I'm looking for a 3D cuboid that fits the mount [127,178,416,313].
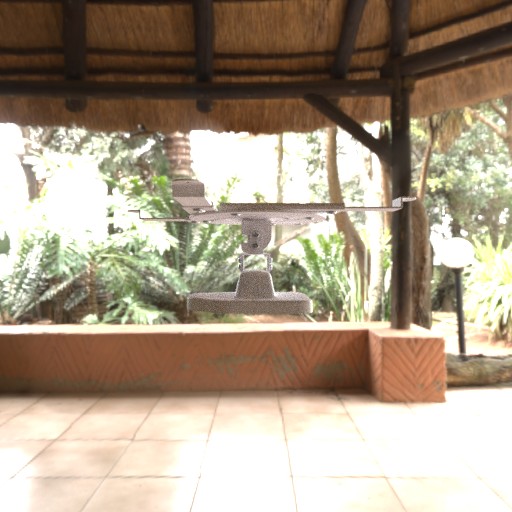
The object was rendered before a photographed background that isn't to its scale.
[{"bbox_3d":[0.000,0.000,0.616,0.394,0.141,0.394,0,-1,-1],"label":"mount"}]
